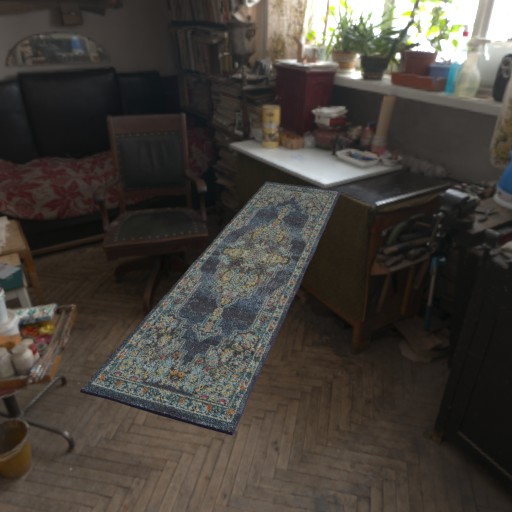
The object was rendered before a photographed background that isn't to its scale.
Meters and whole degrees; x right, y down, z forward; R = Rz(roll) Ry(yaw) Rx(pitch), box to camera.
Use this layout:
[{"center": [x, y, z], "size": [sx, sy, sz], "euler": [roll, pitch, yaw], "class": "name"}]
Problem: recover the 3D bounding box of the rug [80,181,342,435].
[{"center": [0.000, 0.000, 2.471], "size": [0.602, 0.016, 2.283], "euler": [9, 31, 16], "class": "rug"}]
